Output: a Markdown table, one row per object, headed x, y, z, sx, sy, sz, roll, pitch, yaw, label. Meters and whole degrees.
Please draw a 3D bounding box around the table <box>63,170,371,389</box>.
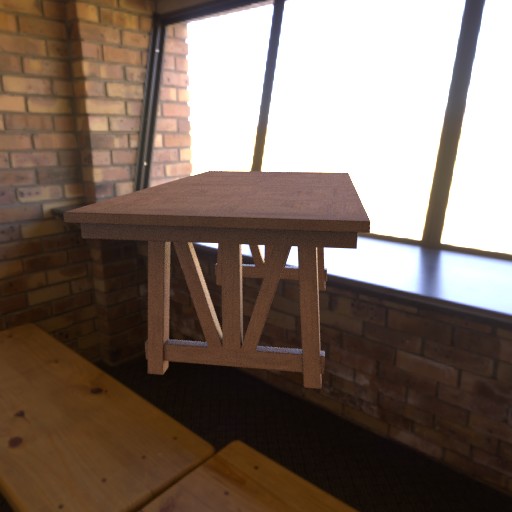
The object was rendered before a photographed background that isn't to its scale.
| x | y | z | sx | sy | sz | roll | pitch | yaw | label |
| --- | --- | --- | --- | --- | --- | --- | --- | --- | --- |
| 0.000 | 0.000 | 2.419 | 1.016 | 0.768 | 1.881 | 2 | 15 | 9 | table |
